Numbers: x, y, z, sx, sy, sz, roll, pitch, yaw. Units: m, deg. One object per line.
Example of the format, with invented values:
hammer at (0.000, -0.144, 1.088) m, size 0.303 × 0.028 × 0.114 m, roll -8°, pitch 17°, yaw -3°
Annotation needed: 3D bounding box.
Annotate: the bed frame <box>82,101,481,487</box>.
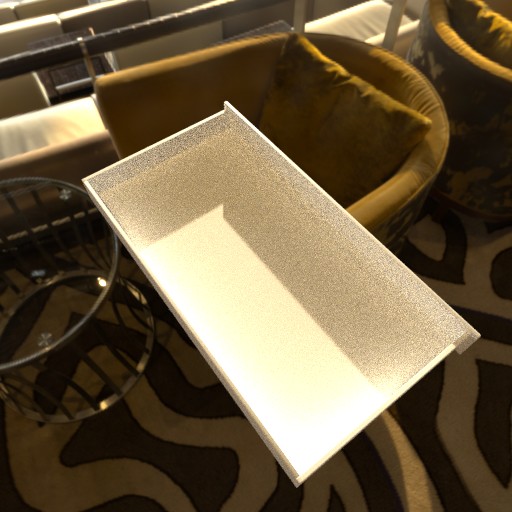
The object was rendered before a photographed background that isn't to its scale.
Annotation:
bed frame at (0.000, 0.000, 1.523) m, size 0.670 × 0.141 × 1.300 m, roll -32°, pitch 63°, yaw -19°
